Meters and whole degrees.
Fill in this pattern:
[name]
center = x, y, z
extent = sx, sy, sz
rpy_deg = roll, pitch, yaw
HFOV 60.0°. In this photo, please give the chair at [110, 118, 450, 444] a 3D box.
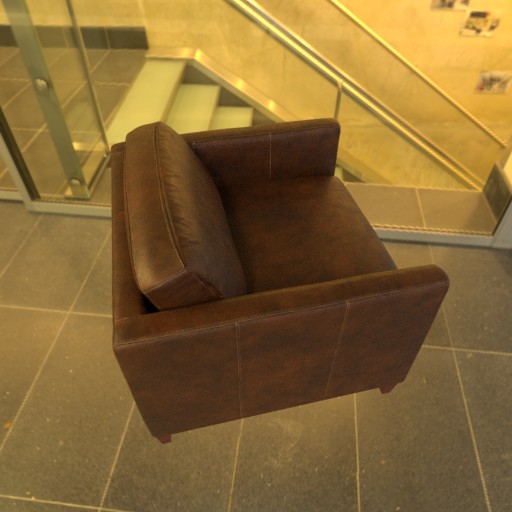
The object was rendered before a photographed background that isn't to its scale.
[chair]
center = 0.000, 0.000, 1.711
extent = 0.975, 0.864, 0.990
rpy_deg = -9, 47, -9
